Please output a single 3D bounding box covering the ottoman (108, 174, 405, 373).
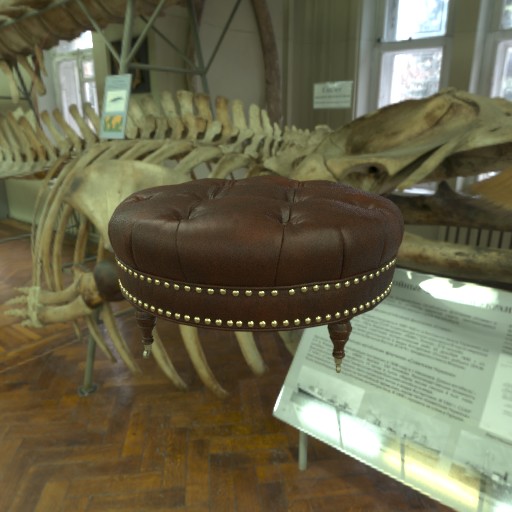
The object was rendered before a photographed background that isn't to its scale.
[{"bbox_3d":[0.000,0.000,1.418,0.901,0.455,0.901,0,17,0],"label":"ottoman"}]
